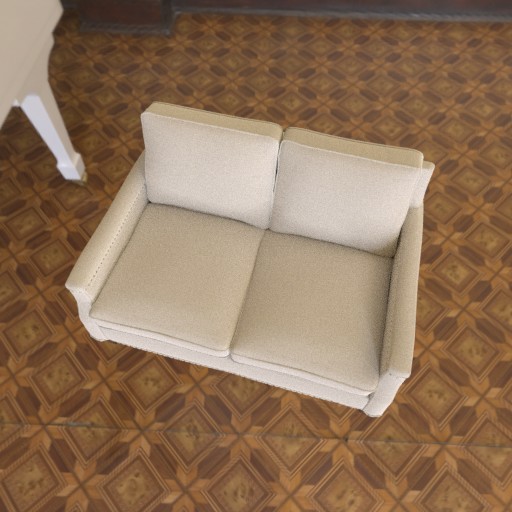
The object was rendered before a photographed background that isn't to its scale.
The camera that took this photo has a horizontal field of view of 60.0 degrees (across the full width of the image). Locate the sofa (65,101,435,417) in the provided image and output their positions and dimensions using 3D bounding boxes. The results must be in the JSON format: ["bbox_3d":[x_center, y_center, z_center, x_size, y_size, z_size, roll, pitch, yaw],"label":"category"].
[{"bbox_3d":[0.000,0.000,2.275,1.597,1.003,1.084,13,59,8],"label":"sofa"}]
